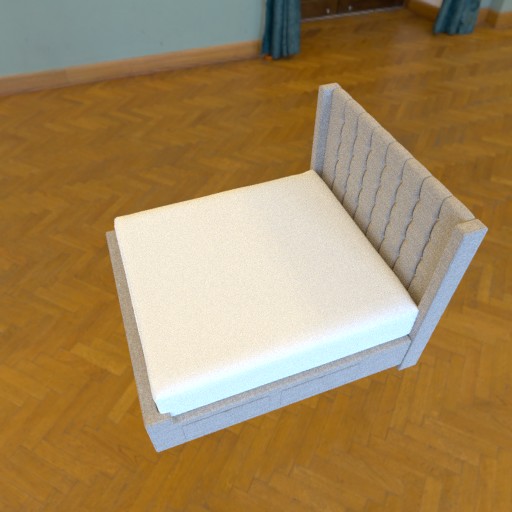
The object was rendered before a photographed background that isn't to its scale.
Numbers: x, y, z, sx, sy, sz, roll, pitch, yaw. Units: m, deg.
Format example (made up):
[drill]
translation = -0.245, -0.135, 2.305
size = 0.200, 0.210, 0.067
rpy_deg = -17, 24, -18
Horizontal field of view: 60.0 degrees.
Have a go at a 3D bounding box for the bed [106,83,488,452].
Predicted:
[bed]
translation = 0.000, 0.000, 3.764
size = 2.372, 1.748, 2.044
rpy_deg = -15, 49, -14
